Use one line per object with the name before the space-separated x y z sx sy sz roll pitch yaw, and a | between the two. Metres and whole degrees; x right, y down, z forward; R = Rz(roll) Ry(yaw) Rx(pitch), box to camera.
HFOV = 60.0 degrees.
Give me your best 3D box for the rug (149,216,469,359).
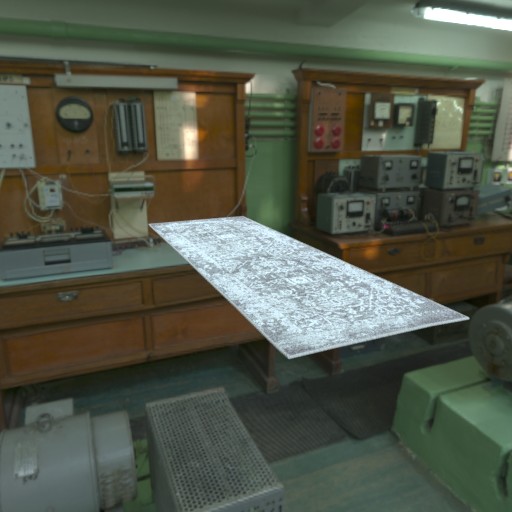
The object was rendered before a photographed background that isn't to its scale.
rug | 0.000 0.000 2.747 0.855 0.017 2.452 -7 17 -23
